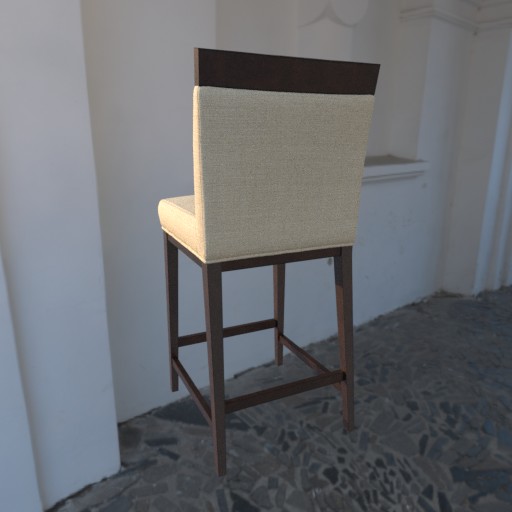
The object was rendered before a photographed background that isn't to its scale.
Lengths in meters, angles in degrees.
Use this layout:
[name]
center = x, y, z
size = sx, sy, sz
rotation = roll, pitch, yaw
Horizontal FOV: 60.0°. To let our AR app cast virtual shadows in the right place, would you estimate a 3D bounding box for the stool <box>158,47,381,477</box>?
[stool]
center = 0.000, 0.000, 1.414
size = 0.511, 1.117, 0.531
rotation = -7, 17, -25
